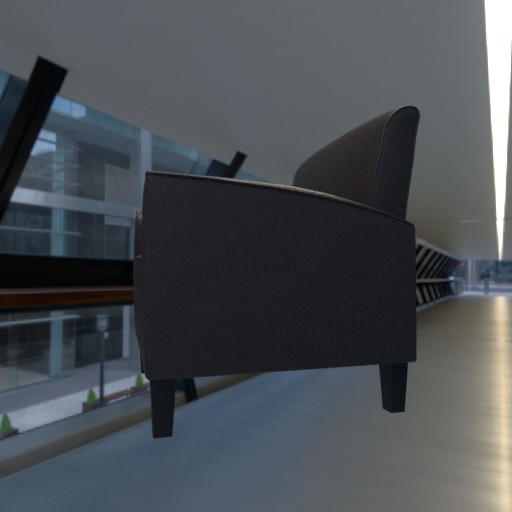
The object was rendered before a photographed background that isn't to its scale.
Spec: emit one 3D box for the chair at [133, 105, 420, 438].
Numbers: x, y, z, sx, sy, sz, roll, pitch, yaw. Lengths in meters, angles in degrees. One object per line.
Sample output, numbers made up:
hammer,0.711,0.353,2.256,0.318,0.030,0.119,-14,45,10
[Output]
chair,0.000,0.000,1.552,0.819,0.916,0.820,1,-2,-17
